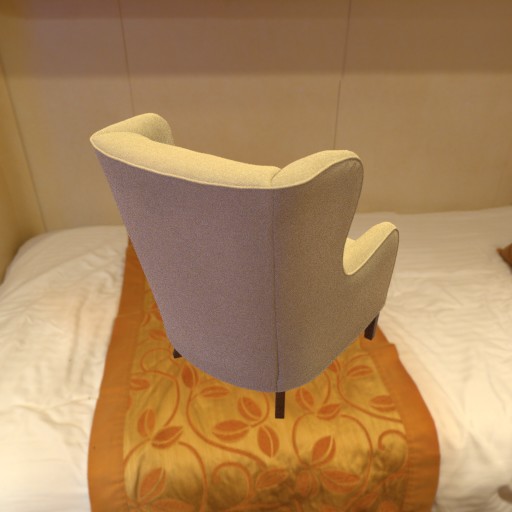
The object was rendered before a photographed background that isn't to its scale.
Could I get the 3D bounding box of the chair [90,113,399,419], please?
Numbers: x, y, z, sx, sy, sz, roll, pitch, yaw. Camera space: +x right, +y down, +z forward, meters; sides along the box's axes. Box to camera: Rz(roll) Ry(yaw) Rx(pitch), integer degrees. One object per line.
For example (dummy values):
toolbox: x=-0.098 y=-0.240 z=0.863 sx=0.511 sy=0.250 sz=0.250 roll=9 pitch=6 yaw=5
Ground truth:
chair: x=0.000 y=0.000 z=1.732 sx=0.838 sy=1.040 sz=0.966 roll=21 pitch=36 yaw=31
